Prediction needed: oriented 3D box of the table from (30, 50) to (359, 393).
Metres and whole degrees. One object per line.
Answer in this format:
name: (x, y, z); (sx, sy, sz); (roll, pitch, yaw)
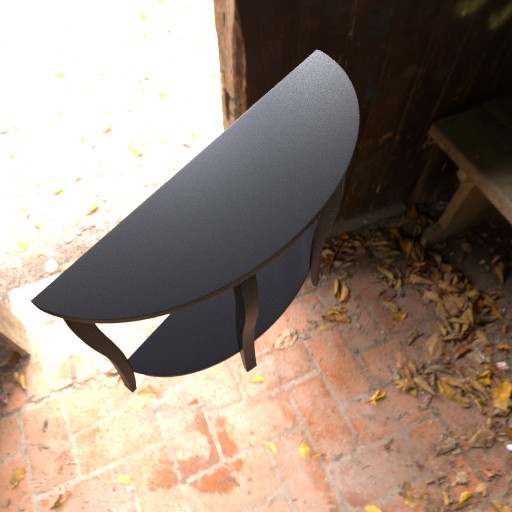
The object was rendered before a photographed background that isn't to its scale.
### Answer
table: (0.000, 0.000, 1.555); (0.394, 0.780, 1.219); (33, 64, 19)
